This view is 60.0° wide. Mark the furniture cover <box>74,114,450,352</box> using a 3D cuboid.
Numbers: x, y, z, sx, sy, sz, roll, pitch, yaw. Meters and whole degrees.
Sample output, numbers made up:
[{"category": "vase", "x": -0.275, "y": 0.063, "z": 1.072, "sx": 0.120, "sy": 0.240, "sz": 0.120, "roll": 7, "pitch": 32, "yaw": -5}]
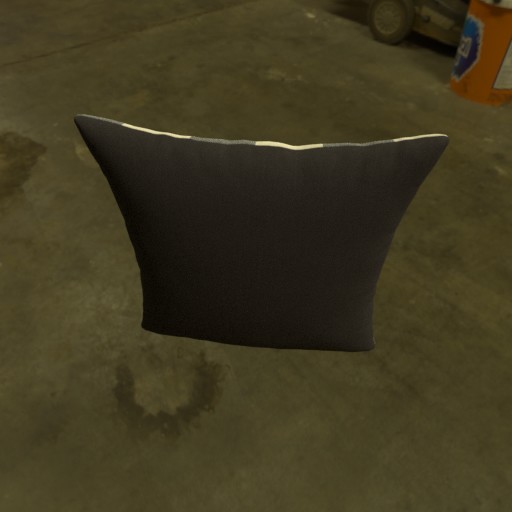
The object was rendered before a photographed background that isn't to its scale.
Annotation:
[{"category": "furniture cover", "x": 0.000, "y": 0.000, "z": 0.780, "sx": 0.511, "sy": 0.509, "sz": 0.161, "roll": 4, "pitch": 46, "yaw": 4}]
